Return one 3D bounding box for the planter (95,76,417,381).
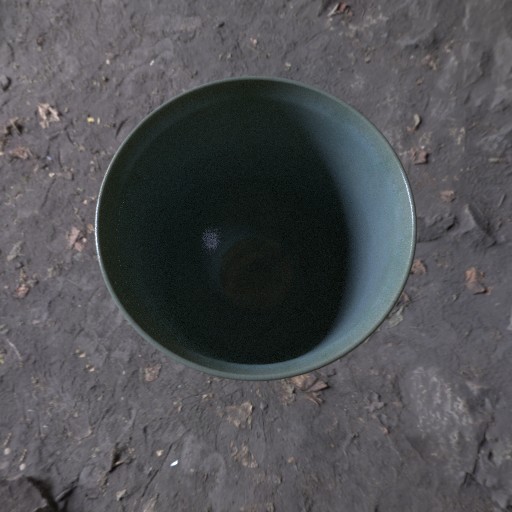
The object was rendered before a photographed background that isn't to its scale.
[{"bbox_3d":[0.000,0.000,0.495,0.266,0.270,0.266,0,75,0],"label":"planter"}]
